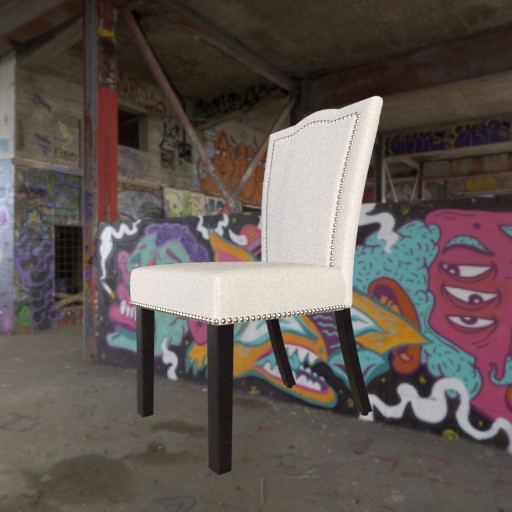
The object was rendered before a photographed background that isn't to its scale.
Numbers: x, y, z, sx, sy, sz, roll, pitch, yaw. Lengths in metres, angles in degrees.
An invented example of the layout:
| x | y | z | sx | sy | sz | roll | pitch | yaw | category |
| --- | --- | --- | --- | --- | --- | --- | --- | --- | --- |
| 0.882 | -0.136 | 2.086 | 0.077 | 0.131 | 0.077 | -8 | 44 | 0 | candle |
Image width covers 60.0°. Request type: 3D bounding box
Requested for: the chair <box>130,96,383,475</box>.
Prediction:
| x | y | z | sx | sy | sz | roll | pitch | yaw | category |
| --- | --- | --- | --- | --- | --- | --- | --- | --- | --- |
| 0.000 | 0.000 | 1.301 | 0.589 | 0.946 | 0.518 | 0 | 0 | -36 | chair |
